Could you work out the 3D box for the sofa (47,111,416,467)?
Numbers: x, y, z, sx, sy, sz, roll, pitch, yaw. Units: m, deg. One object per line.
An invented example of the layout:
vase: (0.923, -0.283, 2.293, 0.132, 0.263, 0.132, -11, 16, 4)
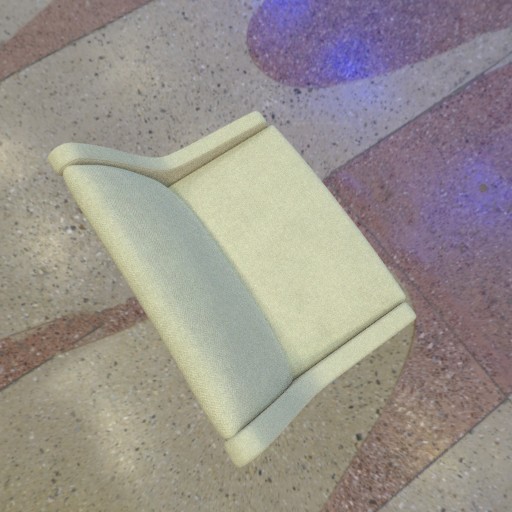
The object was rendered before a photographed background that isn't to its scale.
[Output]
sofa: (0.000, 0.000, 1.914, 0.946, 0.976, 1.212, -33, 77, -8)
